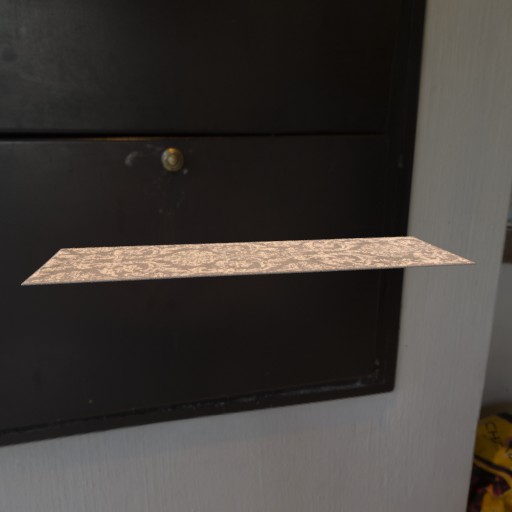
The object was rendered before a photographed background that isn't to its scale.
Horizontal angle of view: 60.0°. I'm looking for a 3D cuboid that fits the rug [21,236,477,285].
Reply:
[{"bbox_3d":[0.000,0.000,2.430,2.196,0.011,0.662,-2,15,-9],"label":"rug"}]
